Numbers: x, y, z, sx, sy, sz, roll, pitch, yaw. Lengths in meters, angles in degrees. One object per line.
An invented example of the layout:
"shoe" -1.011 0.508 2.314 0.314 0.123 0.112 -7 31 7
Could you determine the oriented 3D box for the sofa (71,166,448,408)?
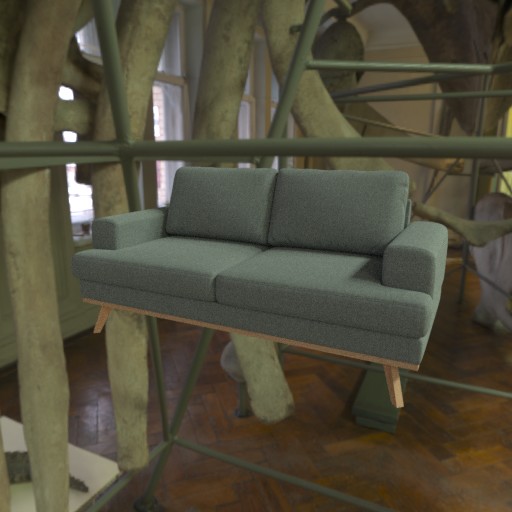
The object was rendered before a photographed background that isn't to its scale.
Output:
"sofa" 0.000 0.000 2.121 1.650 0.810 0.785 7 15 26
